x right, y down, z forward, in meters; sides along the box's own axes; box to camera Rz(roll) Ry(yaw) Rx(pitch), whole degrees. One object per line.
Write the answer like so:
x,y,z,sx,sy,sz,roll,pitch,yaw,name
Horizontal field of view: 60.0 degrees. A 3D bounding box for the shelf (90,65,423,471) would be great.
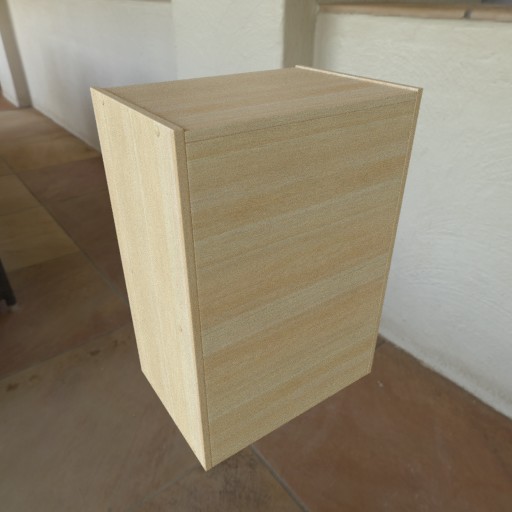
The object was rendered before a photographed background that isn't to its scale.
0.000,0.000,0.820,0.414,0.592,0.290,-20,36,-29,shelf
